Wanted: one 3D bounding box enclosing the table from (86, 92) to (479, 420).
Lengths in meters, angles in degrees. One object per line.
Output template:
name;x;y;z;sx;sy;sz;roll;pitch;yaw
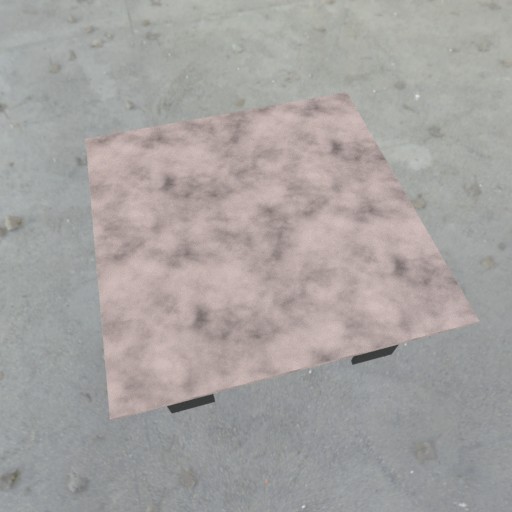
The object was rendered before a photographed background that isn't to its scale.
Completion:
table;0.000;0.000;1.068;0.670;0.305;0.670;-13;59;-8
